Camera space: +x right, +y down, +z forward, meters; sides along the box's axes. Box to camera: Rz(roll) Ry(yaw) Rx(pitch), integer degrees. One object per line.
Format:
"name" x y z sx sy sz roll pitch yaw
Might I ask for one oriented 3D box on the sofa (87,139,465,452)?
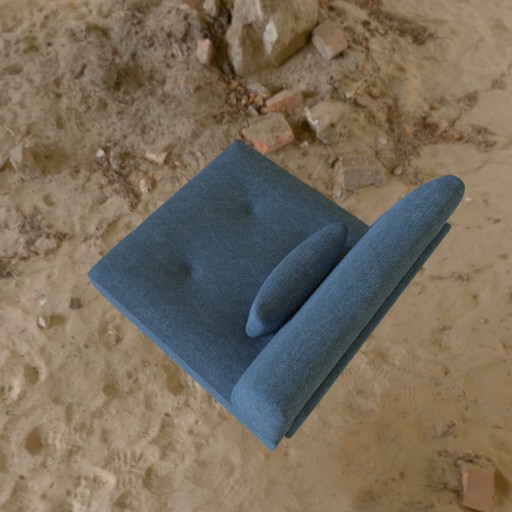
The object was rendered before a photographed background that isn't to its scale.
"sofa" 0.000 0.000 1.673 1.000 0.820 0.930 37 69 17
